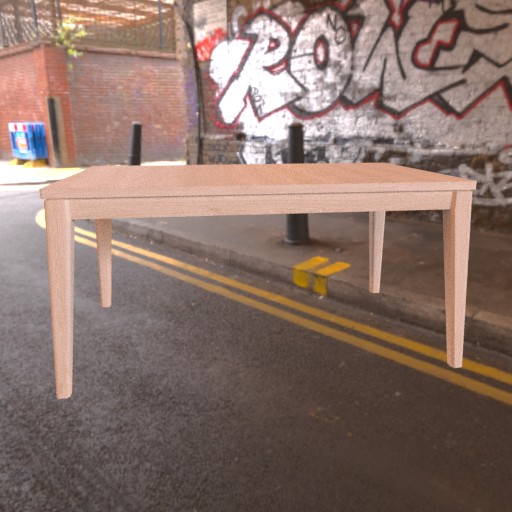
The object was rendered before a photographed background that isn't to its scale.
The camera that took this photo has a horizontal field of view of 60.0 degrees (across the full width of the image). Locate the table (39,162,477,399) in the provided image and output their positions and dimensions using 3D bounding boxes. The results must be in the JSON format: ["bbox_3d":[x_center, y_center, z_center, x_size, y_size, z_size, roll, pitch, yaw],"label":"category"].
[{"bbox_3d":[0.000,0.000,2.042,1.600,0.760,0.900,-2,17,-8],"label":"table"}]
